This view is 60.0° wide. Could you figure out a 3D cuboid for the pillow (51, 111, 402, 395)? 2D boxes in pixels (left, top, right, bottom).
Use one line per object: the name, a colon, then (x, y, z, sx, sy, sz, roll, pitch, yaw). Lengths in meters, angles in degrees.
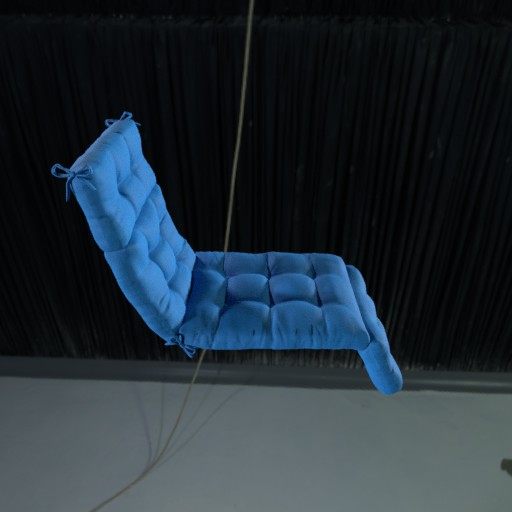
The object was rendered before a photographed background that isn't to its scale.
pillow: (0.000, 0.000, 1.517, 1.016, 0.863, 0.526, 0, 32, -1)
